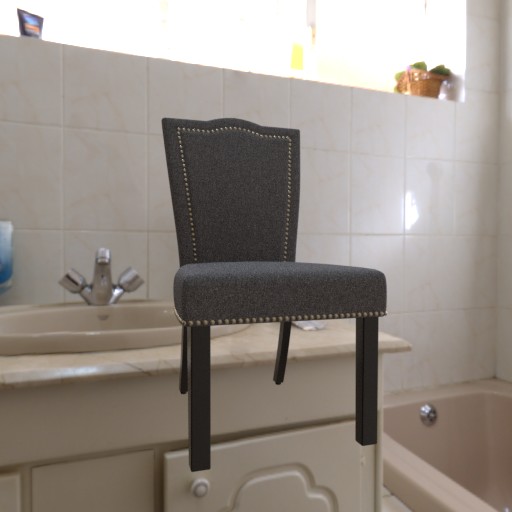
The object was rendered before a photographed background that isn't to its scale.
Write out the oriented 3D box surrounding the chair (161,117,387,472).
[{"bbox_3d":[0.000,0.000,1.299,0.518,0.946,0.589,0,1,-18],"label":"chair"}]
